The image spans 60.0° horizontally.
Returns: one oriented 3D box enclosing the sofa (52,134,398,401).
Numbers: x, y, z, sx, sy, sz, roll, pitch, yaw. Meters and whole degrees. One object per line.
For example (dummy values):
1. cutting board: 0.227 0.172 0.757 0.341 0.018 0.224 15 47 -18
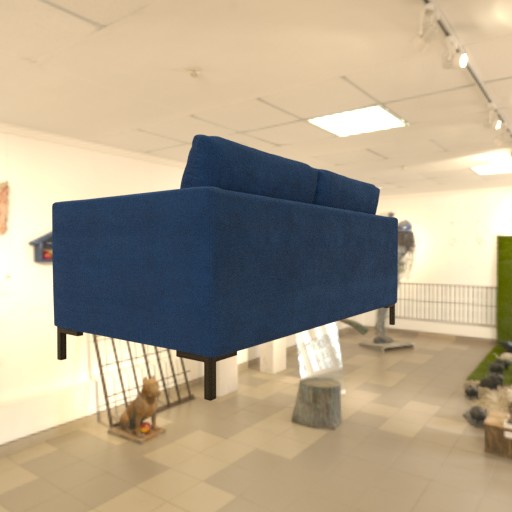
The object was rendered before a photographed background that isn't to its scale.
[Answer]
1. sofa: 0.000 0.000 2.185 0.875 0.817 1.676 1 1 36
